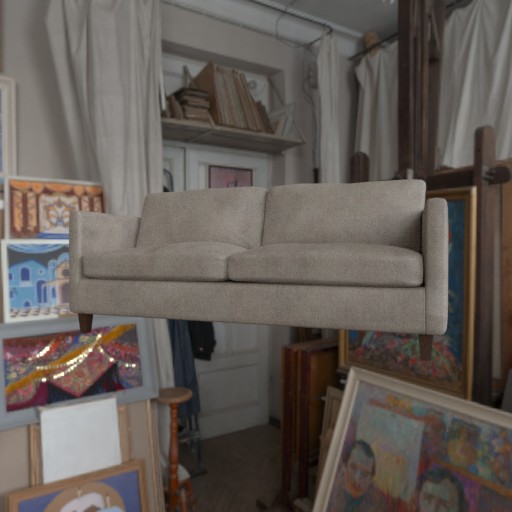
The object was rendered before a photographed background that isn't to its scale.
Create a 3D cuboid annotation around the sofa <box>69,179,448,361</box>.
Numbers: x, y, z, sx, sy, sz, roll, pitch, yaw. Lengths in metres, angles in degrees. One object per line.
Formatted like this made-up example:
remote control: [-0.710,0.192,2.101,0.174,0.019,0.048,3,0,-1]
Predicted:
sofa: [0.000,0.000,2.825,2.208,0.965,0.951,0,1,20]
